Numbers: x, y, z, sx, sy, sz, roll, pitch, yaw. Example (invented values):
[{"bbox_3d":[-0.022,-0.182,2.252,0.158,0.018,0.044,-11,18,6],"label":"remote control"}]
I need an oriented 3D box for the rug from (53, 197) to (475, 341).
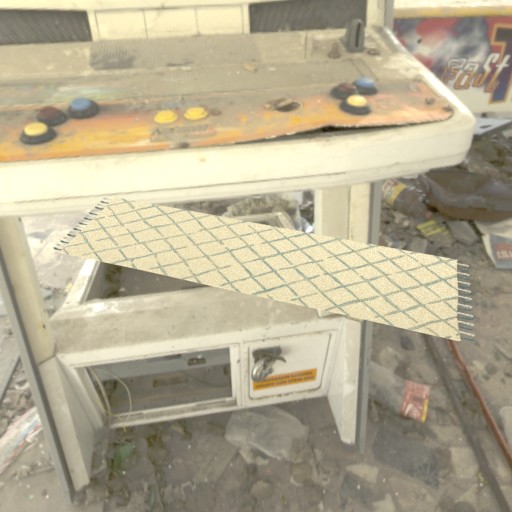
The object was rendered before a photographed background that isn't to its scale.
[{"bbox_3d":[0.000,0.000,2.592,2.372,0.008,0.620,11,42,13],"label":"rug"}]
